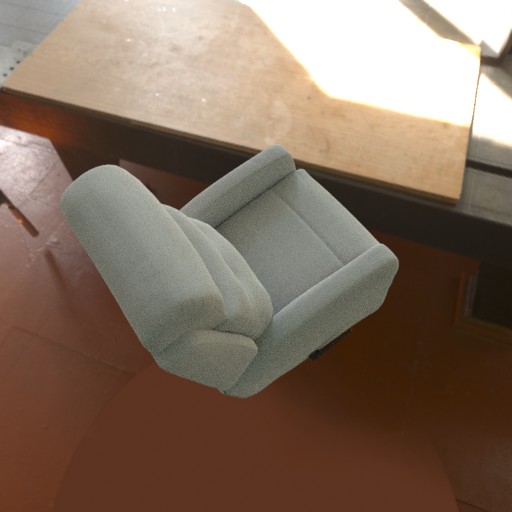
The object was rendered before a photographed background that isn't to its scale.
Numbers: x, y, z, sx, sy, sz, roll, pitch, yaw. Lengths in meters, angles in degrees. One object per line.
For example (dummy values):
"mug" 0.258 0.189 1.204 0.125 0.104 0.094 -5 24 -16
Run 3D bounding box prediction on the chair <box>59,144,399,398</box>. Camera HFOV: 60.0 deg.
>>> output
"chair" 0.000 0.000 1.704 1.043 1.013 0.798 -32 64 -18
